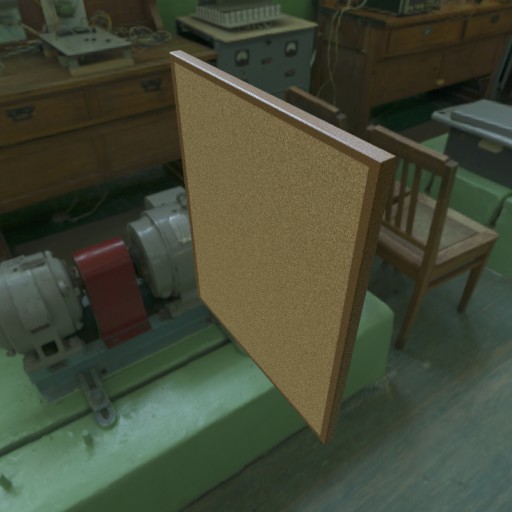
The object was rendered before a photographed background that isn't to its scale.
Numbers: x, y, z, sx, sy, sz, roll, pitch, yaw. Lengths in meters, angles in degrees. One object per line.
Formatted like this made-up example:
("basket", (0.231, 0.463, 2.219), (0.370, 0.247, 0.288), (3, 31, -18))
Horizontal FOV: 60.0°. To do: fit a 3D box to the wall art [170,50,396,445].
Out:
("wall art", (0.000, 0.000, 0.745), (0.021, 0.550, 0.449), (-24, 46, -26))
